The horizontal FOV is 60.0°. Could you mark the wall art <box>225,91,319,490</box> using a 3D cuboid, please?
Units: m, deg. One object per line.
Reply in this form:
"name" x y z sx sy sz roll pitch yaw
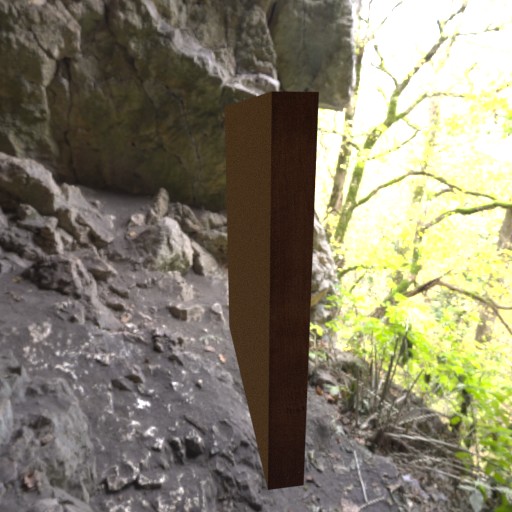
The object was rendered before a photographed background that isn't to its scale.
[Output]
"wall art" 0.000 0.000 0.585 0.038 0.385 0.386 -3 17 -9
